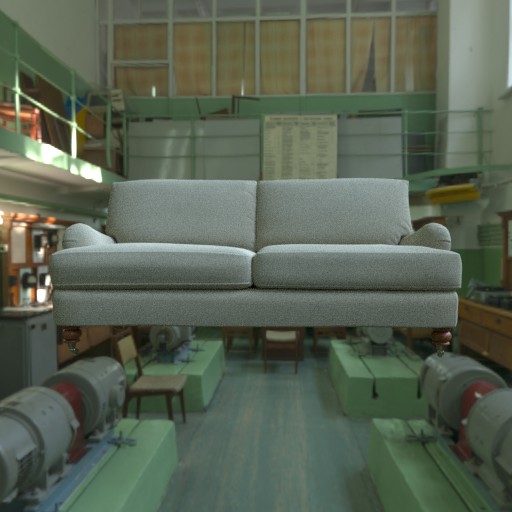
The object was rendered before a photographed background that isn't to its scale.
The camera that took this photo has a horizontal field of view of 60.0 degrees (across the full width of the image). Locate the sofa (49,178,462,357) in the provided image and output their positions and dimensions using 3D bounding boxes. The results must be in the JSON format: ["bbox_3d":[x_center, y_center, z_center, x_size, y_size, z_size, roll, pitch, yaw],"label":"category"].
[{"bbox_3d":[0.000,0.000,2.658,2.070,0.997,1.091,0,1,2],"label":"sofa"}]
